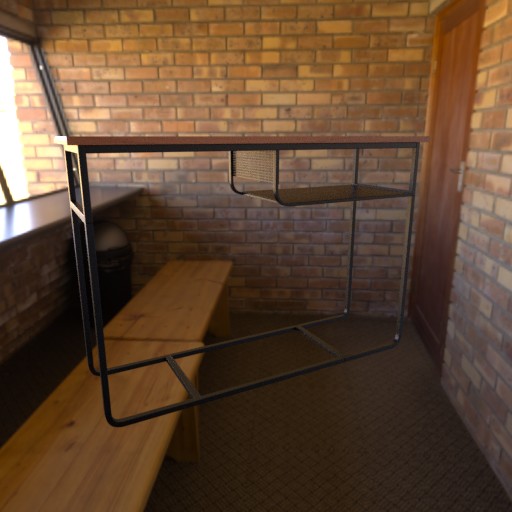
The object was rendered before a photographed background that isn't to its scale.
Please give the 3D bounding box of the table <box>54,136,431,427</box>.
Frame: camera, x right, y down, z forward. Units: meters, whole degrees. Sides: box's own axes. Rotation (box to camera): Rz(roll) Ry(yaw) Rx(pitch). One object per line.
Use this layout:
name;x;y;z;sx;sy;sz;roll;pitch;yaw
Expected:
table;0.000;0.000;1.439;1.100;0.750;0.350;-8;17;-27
